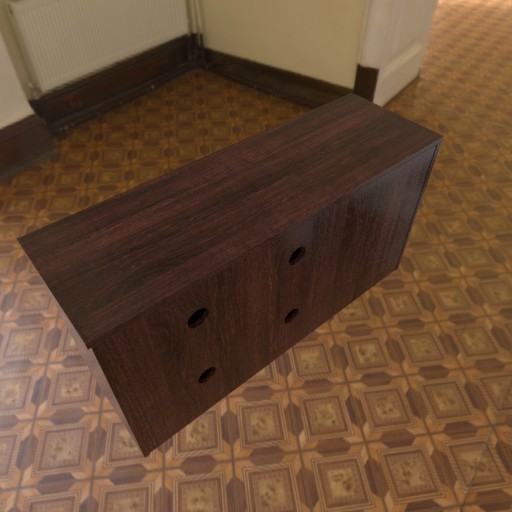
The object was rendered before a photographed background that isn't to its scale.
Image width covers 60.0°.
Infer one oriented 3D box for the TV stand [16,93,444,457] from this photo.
[{"bbox_3d":[0.000,0.000,1.450,1.192,0.614,0.404,-31,53,-26],"label":"TV stand"}]
